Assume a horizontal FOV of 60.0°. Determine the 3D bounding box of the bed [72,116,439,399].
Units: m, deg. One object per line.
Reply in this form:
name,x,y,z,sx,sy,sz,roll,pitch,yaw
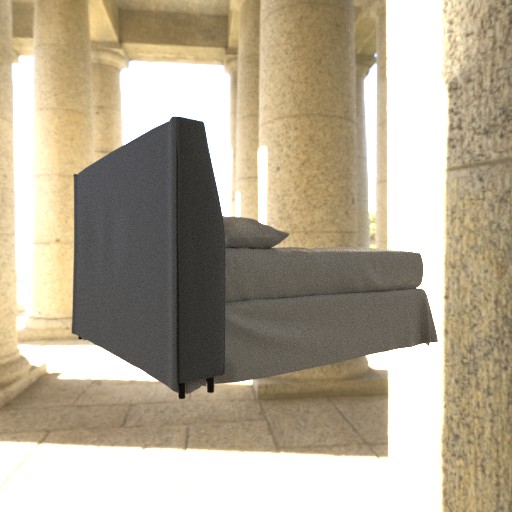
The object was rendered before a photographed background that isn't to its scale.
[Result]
bed,0.000,0.000,3.438,2.276,1.332,1.925,0,0,-36
